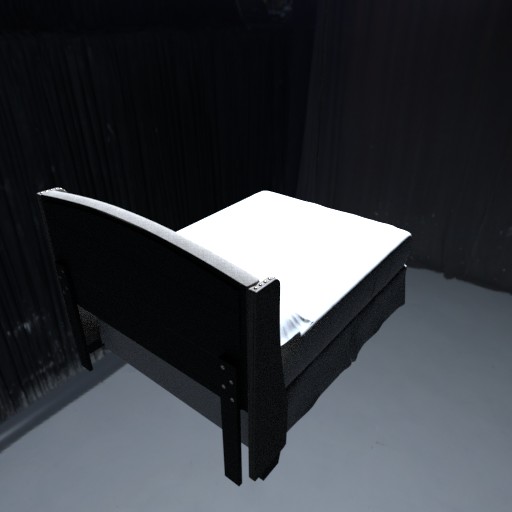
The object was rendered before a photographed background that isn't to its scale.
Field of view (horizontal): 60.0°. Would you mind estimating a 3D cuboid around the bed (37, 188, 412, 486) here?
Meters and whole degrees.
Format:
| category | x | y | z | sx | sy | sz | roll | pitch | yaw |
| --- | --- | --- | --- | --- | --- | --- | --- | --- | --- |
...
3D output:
| category | x | y | z | sx | sy | sz | roll | pitch | yaw |
| --- | --- | --- | --- | --- | --- | --- | --- | --- | --- |
| bed | 0.000 | 0.000 | 3.285 | 1.710 | 1.407 | 2.237 | 22 | 36 | 33 |
